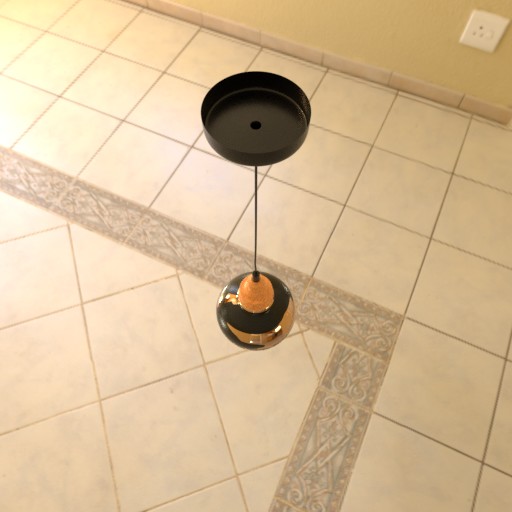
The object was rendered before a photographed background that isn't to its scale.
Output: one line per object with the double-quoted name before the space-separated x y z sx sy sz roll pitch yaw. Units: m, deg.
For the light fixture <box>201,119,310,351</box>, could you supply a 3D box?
"light fixture" 0.000 0.000 1.820 0.430 1.606 0.430 14 64 7
